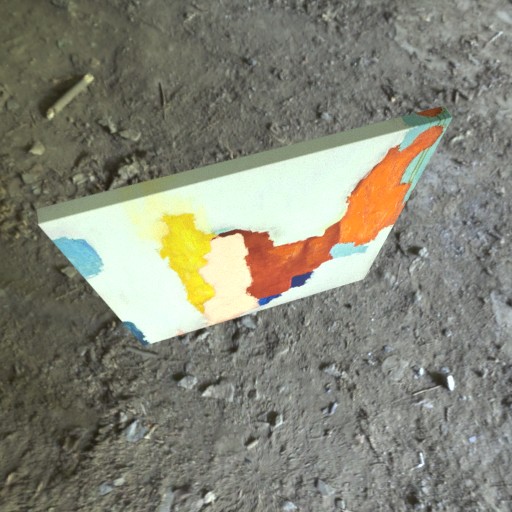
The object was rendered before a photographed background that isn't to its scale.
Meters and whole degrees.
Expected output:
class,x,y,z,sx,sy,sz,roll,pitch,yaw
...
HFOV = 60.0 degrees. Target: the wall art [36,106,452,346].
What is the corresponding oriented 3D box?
class,x,y,z,sx,sy,sz,roll,pitch,yaw
wall art,0.000,0.000,1.500,1.017,1.017,0.044,-16,65,-8
